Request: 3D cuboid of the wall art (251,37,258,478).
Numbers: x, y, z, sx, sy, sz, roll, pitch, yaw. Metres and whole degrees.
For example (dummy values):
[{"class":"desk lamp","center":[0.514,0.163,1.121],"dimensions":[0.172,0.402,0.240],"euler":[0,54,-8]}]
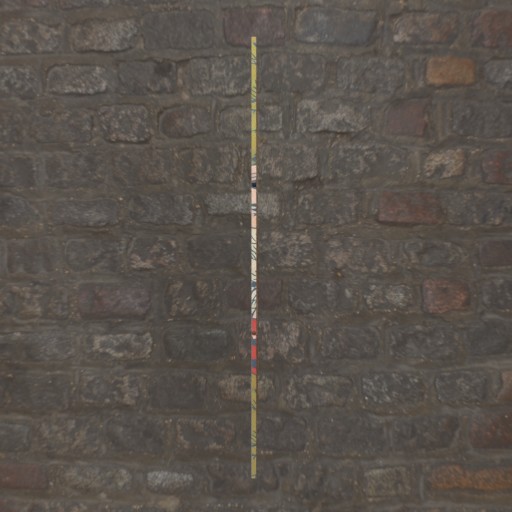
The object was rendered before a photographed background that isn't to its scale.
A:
[{"class":"wall art","center":[0.000,0.000,1.819],"dimensions":[0.013,1.218,1.206],"euler":[0,91,1]}]
